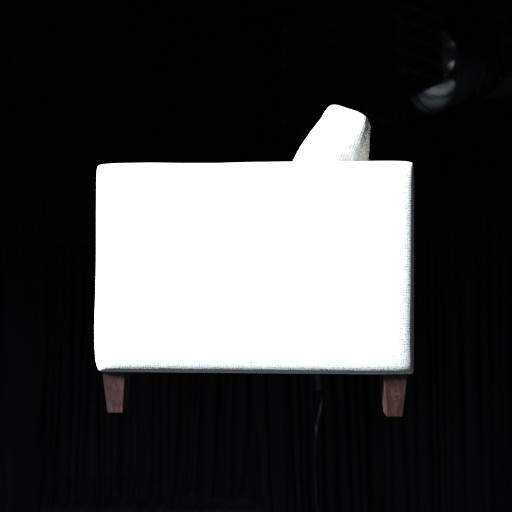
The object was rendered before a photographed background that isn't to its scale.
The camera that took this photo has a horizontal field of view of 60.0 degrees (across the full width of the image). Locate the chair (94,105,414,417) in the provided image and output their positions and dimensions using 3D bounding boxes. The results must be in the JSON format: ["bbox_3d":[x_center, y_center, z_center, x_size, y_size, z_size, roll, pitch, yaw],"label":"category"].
[{"bbox_3d":[0.000,0.000,1.741,0.959,0.919,0.996,0,0,2],"label":"chair"}]
